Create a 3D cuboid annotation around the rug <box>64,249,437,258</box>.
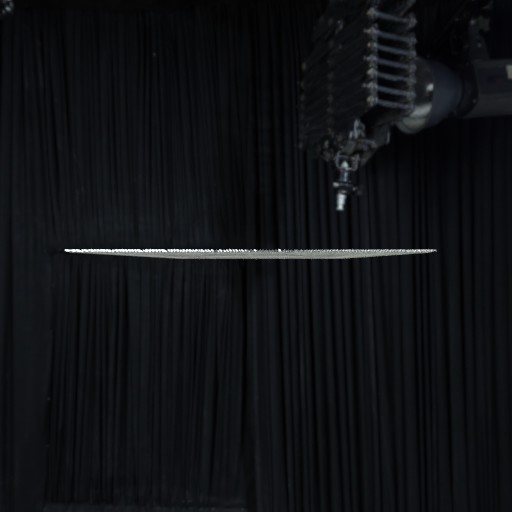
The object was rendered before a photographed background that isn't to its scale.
[{"bbox_3d":[0.000,0.000,3.000,1.528,0.010,2.440,0,-1,1],"label":"rug"}]
